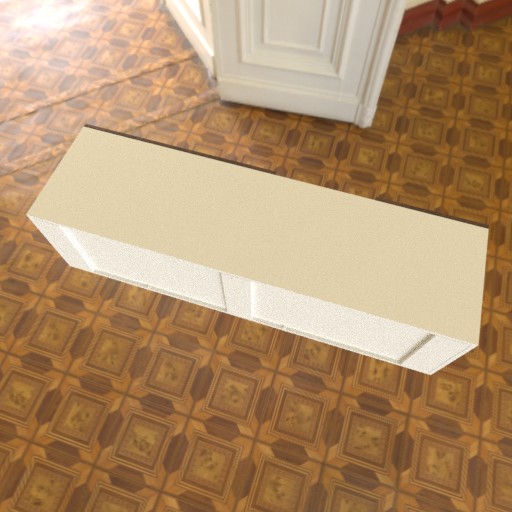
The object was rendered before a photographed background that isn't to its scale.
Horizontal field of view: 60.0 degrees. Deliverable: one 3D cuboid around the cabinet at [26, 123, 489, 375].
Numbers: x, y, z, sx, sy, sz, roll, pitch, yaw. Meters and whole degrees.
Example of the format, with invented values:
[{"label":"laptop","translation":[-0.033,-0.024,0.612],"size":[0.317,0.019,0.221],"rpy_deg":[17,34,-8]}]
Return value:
[{"label":"cabinet","translation":[0.000,0.000,1.729],"size":[1.499,0.533,0.431],"rpy_deg":[16,64,8]}]
